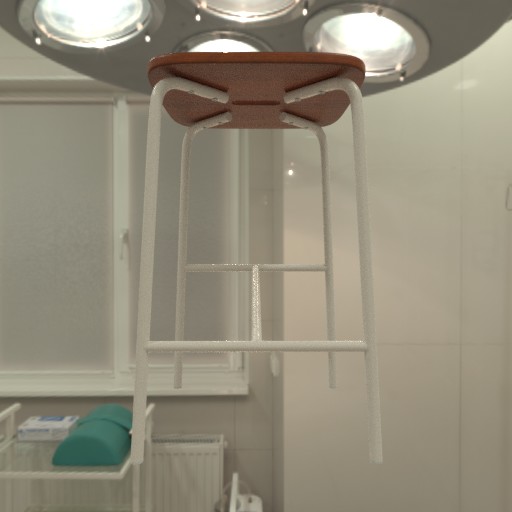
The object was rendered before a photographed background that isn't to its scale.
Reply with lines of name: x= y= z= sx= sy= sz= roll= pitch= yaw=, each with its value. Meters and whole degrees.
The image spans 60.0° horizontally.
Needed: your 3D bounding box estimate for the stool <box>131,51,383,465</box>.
stool: x=0.000 y=0.000 z=0.837 sx=0.376 sy=0.610 sz=0.376 roll=0 pitch=1 yaw=0
